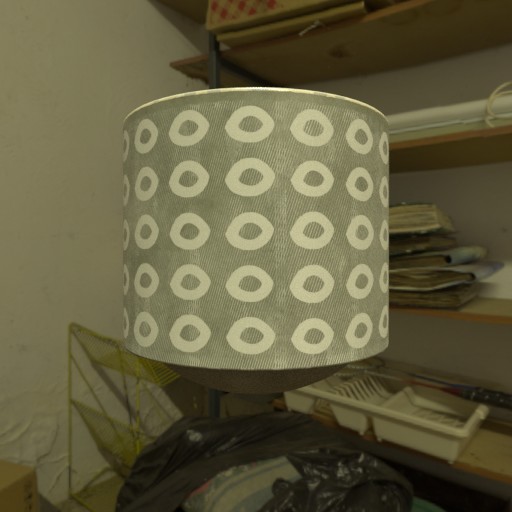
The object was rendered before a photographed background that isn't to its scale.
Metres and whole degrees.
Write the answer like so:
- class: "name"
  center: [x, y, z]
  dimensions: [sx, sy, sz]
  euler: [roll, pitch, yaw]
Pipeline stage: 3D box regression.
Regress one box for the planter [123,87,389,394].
- class: "planter"
  center: [0.000, 0.000, 0.331]
  dimensions: [0.190, 0.181, 0.190]
  euler: [0, 0, 0]
